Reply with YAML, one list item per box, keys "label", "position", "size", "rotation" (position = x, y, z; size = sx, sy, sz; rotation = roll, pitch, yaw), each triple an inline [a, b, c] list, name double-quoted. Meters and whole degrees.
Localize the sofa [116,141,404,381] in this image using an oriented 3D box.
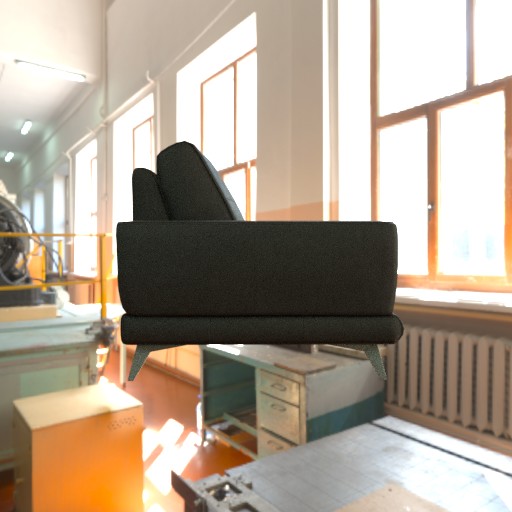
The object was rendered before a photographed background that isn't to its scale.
- label: "sofa"
  position: [0.000, 0.000, 2.406]
  size: [1.018, 0.907, 1.806]
  rotation: [0, -1, -1]
